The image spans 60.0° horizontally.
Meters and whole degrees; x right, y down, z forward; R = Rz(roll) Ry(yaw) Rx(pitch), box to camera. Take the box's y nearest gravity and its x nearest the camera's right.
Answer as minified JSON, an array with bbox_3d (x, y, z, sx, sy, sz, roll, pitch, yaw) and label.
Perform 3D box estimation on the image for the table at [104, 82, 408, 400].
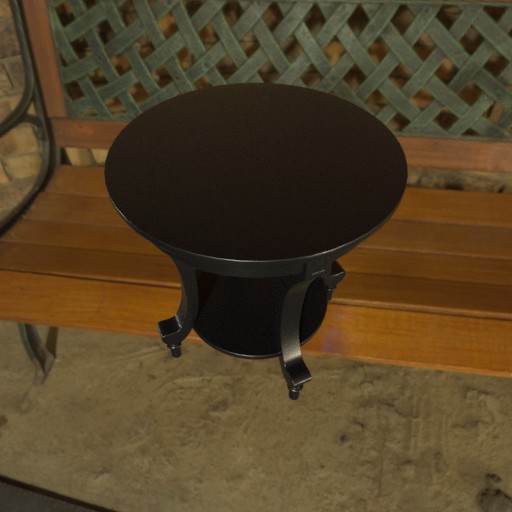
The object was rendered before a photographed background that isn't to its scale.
[{"bbox_3d":[0.000,0.000,1.117,0.597,0.618,0.597,0,47,0],"label":"table"}]
